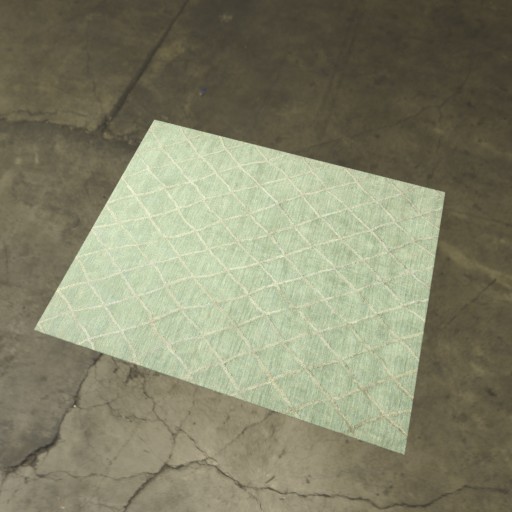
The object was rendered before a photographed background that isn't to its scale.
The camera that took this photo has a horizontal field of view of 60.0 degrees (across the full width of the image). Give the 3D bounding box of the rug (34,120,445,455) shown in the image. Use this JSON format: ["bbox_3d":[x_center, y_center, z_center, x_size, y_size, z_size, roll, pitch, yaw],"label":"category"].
[{"bbox_3d":[0.000,0.000,3.943,3.039,0.019,2.420,16,64,8],"label":"rug"}]
